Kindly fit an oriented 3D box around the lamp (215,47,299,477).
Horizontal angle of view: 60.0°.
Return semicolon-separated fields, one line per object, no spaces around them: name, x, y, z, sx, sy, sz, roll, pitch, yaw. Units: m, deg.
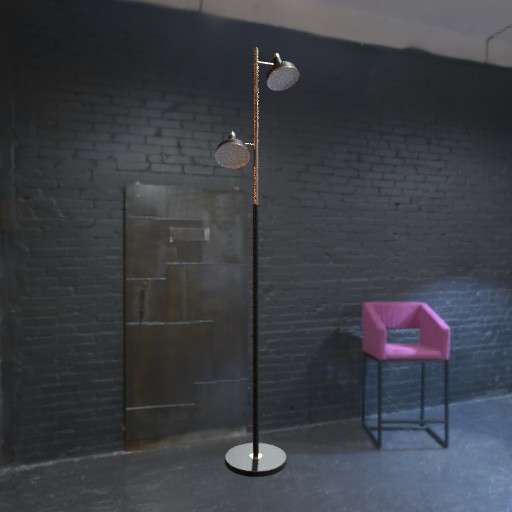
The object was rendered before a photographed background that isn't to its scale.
lamp;0.000;0.000;1.796;0.351;1.674;0.253;0;1;-18
